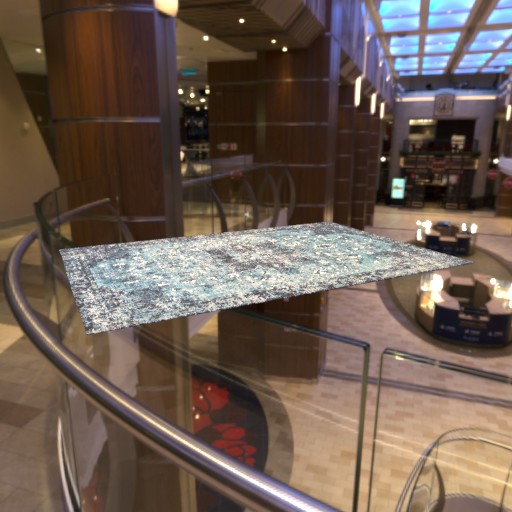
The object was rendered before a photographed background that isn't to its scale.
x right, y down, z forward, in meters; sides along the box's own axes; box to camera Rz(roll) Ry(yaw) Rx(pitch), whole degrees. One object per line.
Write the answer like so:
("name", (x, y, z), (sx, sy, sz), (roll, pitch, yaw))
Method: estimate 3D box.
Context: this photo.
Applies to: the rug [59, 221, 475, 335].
("rug", (0.000, 0.000, 2.331), (1.828, 0.005, 1.219), (-8, 17, -26))
